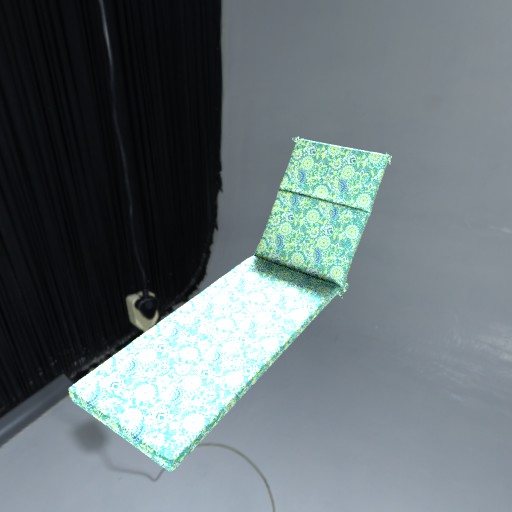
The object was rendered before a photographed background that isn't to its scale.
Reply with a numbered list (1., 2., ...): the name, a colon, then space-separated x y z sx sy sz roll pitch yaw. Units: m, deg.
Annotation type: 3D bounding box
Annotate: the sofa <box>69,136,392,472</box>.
1. sofa: 0.000 0.000 1.934 0.582 0.622 1.663 19 36 29
